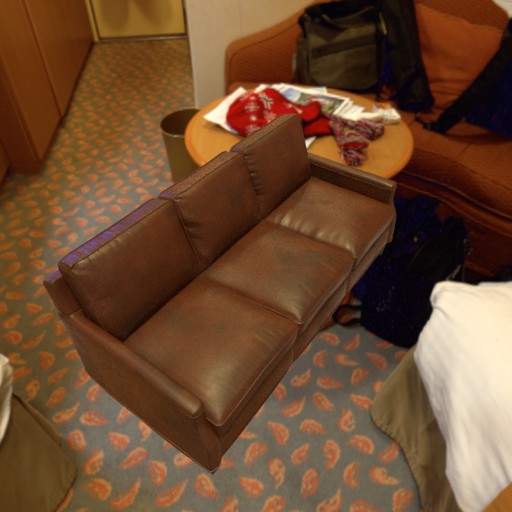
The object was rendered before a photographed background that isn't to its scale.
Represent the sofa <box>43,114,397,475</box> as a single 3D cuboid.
[{"bbox_3d":[0.000,0.000,2.841,1.084,1.003,2.240,26,49,25],"label":"sofa"}]
